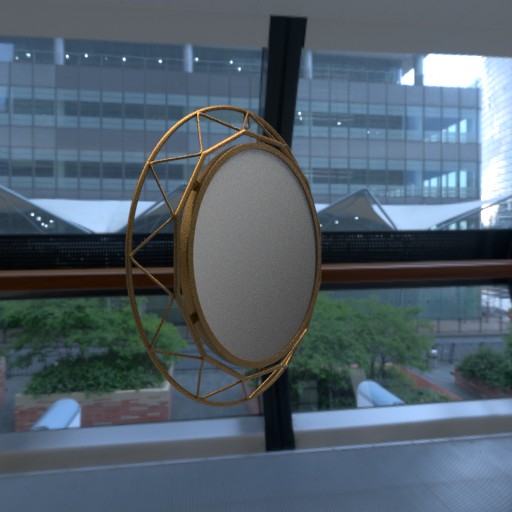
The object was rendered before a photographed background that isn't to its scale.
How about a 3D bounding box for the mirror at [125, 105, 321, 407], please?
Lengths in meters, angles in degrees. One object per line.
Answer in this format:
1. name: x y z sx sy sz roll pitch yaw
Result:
1. mirror: 0.000 0.000 0.681 0.043 0.454 0.454 0 0 36
